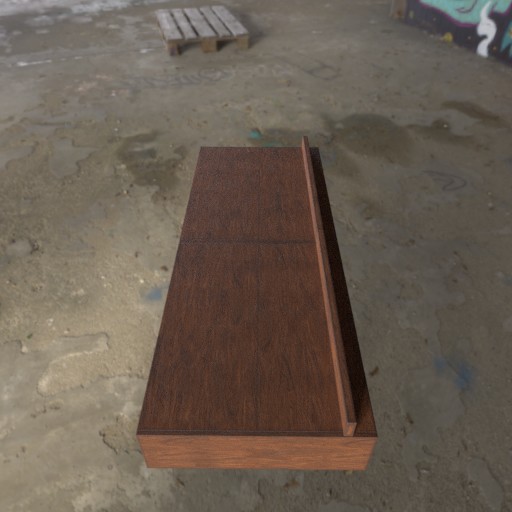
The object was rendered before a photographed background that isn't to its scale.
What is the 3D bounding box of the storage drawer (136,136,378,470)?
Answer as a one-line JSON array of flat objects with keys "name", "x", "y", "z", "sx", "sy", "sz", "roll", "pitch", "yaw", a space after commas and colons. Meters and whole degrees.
[{"name": "storage drawer", "x": 0.000, "y": 0.000, "z": 2.155, "sx": 0.774, "sy": 0.339, "sz": 1.914, "roll": 0, "pitch": 41, "yaw": 0}]
